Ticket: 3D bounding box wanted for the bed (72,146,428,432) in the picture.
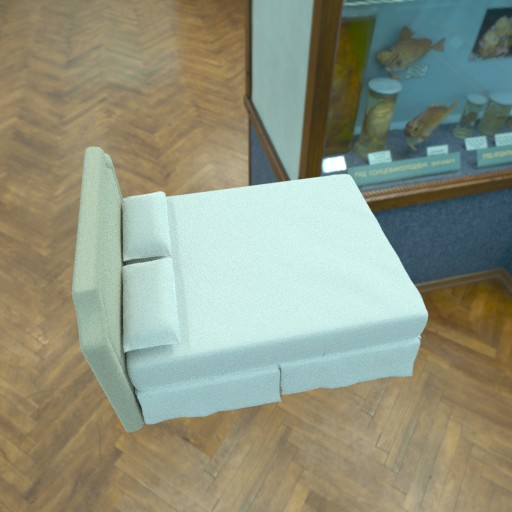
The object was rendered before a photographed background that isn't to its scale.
[{"bbox_3d":[0.000,0.000,3.189,2.116,1.290,1.693,-9,48,-8],"label":"bed"}]
